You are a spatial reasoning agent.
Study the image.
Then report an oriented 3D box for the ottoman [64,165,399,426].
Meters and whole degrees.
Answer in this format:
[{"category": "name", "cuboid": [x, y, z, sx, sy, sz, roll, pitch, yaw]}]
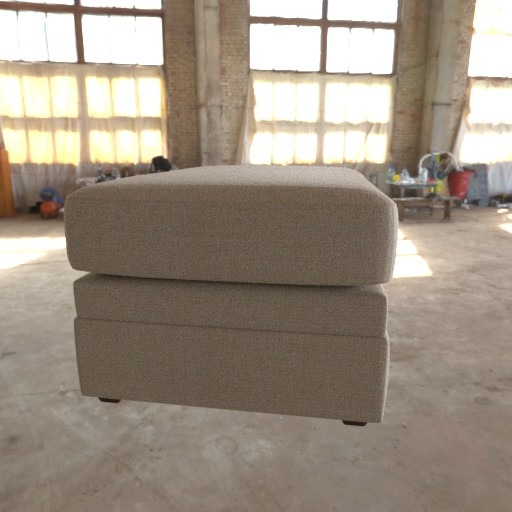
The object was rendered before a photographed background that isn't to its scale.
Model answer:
[{"category": "ottoman", "cuboid": [0.000, 0.000, 1.225, 0.637, 0.478, 0.885, 2, 14, 9]}]
